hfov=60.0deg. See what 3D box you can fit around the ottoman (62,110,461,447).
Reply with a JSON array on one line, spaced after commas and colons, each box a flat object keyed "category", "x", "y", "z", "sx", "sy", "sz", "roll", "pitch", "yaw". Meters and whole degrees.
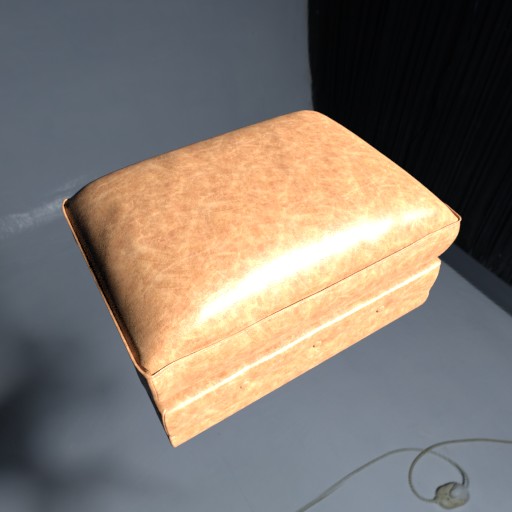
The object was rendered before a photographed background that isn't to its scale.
[{"category": "ottoman", "x": 0.000, "y": 0.000, "z": 1.055, "sx": 0.710, "sy": 0.480, "sz": 0.533, "roll": -24, "pitch": 52, "yaw": -21}]
